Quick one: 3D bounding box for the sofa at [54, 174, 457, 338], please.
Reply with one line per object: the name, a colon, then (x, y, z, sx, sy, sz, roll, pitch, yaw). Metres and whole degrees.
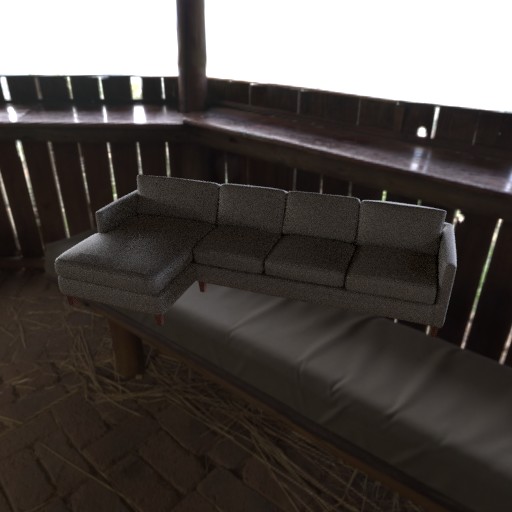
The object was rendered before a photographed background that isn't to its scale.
sofa: (0.000, 0.000, 3.887, 3.201, 0.876, 1.502, 9, 28, 17)
